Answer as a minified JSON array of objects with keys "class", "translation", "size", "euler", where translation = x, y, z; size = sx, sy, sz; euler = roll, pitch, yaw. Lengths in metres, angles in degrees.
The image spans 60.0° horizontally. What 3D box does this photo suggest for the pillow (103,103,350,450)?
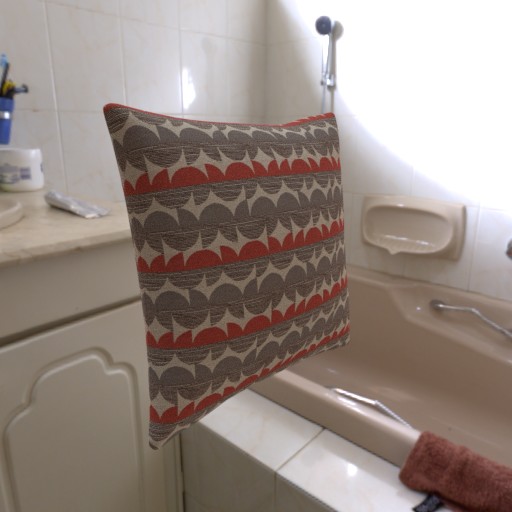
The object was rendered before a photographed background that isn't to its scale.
[{"class":"pillow","translation":[0.000,0.000,0.645],"size":[0.180,0.410,0.420],"euler":[15,22,43]}]
